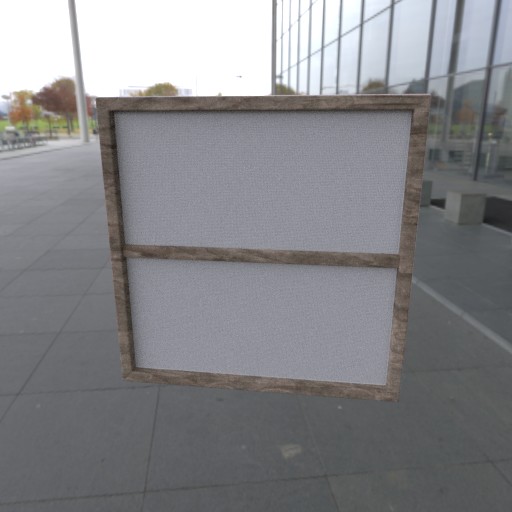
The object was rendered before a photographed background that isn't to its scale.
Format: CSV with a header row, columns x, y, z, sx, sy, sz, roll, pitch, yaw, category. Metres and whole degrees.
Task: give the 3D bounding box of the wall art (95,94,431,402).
x,y,z,sx,sy,sz,roll,pitch,yaw,category
0.000,0.000,1.097,0.747,0.747,0.035,2,17,7,wall art
